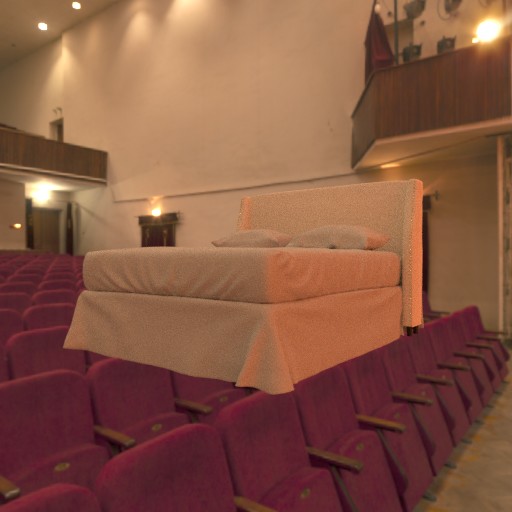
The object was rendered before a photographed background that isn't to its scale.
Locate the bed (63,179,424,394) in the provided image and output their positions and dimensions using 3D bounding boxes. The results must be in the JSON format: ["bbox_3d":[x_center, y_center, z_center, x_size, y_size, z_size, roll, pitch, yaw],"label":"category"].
[{"bbox_3d":[0.000,0.000,3.479,1.925,1.332,2.276,0,0,37],"label":"bed"}]
